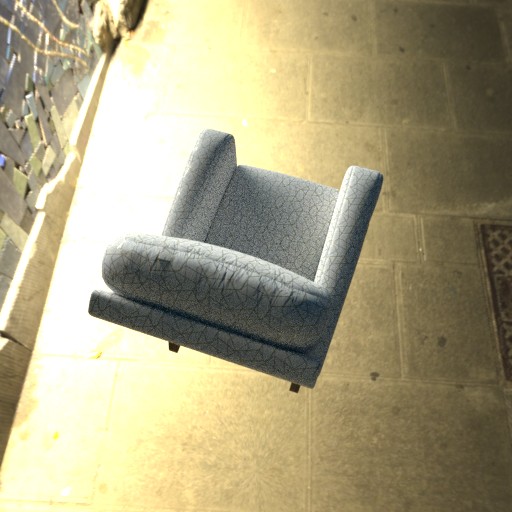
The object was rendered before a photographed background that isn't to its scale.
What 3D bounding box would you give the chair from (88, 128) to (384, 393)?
[{"bbox_3d":[0.000,0.000,1.729,0.796,1.064,0.995,16,65,8],"label":"chair"}]
